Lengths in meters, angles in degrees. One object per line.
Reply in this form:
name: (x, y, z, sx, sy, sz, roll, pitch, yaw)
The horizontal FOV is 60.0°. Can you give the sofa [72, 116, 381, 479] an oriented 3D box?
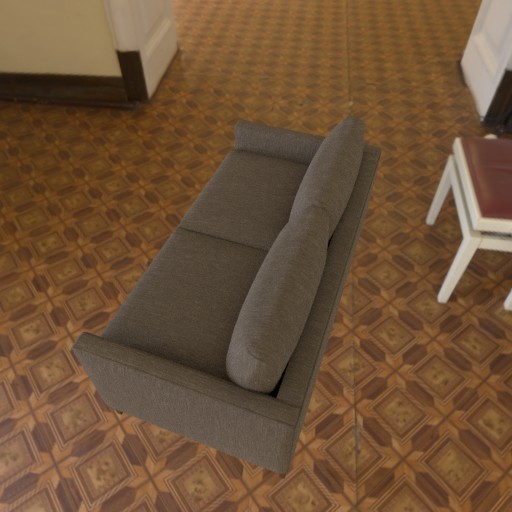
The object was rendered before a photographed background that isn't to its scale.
sofa: (0.000, 0.000, 2.168, 0.875, 0.840, 1.682, 15, 50, 14)
